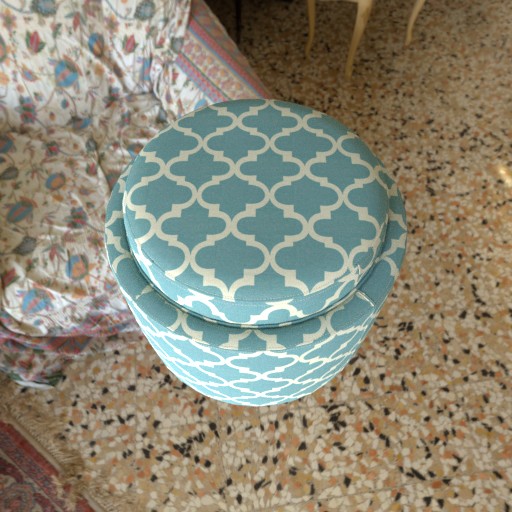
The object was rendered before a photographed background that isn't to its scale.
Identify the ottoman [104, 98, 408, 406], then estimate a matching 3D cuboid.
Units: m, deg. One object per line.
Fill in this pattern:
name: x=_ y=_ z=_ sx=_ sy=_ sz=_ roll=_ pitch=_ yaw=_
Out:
ottoman: x=0.000 y=0.000 z=0.819 sx=0.480 sy=0.429 sz=0.480 roll=0 pitch=58 yaw=0
